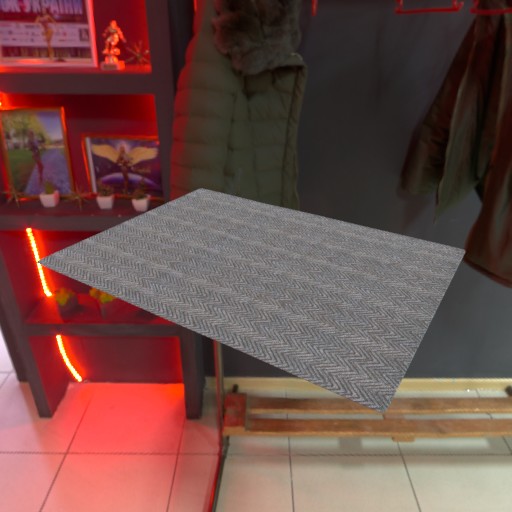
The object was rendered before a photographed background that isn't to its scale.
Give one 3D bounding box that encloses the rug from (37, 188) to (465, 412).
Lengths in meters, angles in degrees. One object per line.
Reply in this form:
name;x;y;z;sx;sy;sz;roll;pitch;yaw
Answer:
rug;0.000;0.000;5.038;3.957;0.011;2.894;17;32;29
